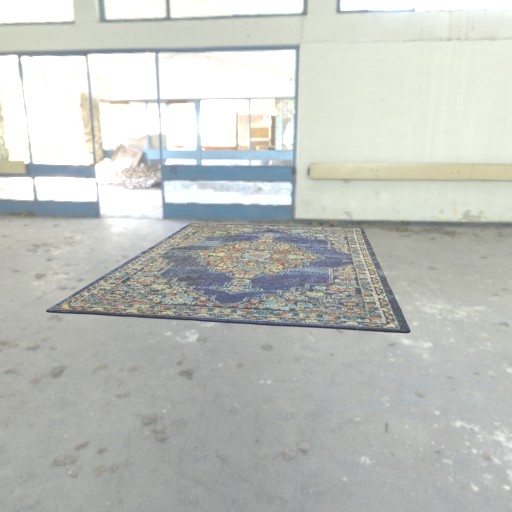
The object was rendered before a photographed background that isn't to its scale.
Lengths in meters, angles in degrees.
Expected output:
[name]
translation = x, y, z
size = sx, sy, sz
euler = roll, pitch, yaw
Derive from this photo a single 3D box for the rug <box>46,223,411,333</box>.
[rug]
translation = 0.000, 0.000, 3.826
size = 2.053, 0.011, 2.940
euler = 2, 14, 8
